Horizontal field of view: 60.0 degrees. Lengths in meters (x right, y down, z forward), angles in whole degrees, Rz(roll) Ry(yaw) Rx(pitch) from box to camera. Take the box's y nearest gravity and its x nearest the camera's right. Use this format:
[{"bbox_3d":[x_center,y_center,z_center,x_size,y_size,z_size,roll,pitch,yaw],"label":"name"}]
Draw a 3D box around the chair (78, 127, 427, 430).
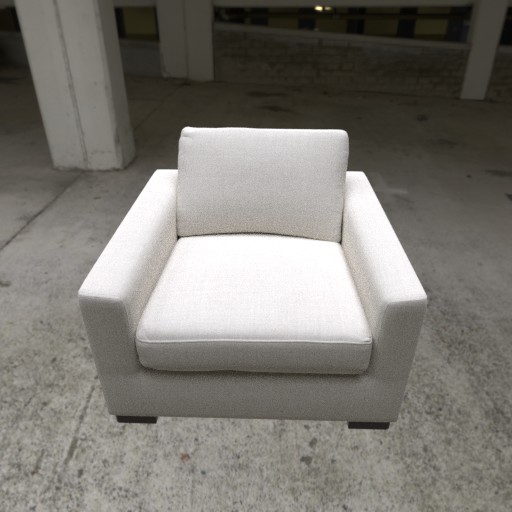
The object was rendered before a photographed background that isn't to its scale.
[{"bbox_3d":[0.000,0.000,1.867,1.070,0.876,1.100,1,30,2],"label":"chair"}]
